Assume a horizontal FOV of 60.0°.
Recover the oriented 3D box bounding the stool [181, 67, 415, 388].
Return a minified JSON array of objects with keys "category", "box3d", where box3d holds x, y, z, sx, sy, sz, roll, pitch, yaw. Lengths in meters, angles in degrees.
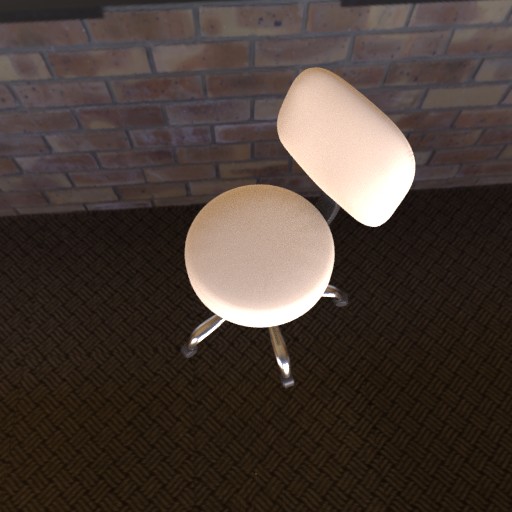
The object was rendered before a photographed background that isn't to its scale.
[{"category":"stool","box3d":[0.000,0.000,1.244,0.616,0.810,0.609,-34,68,-15]}]
